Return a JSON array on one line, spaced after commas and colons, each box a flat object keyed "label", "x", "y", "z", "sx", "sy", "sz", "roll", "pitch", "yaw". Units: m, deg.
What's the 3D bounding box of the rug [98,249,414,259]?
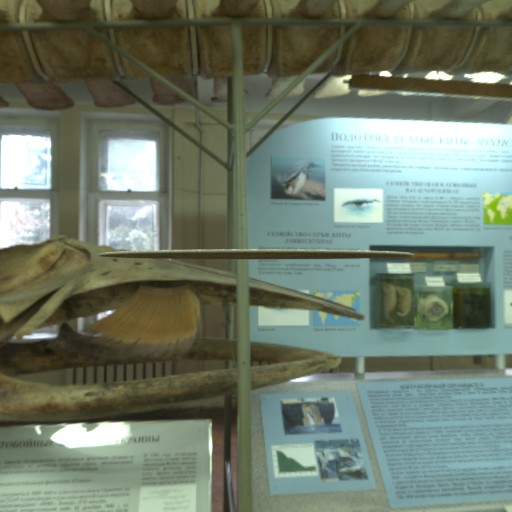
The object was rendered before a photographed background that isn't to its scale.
[{"label": "rug", "x": 0.000, "y": 0.000, "z": 2.370, "sx": 1.593, "sy": 0.012, "sz": 1.593, "roll": 0, "pitch": -1, "yaw": 0}]
